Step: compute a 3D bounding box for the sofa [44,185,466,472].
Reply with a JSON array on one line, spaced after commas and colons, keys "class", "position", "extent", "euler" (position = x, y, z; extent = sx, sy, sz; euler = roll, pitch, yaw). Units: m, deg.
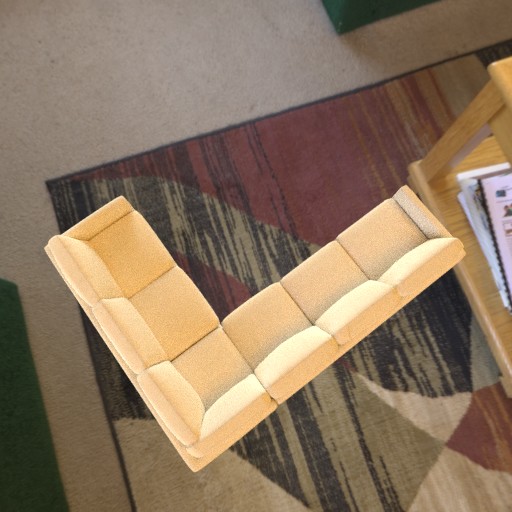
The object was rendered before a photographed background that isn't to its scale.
[{"class": "sofa", "position": [0.000, 0.000, 4.537], "extent": [3.302, 0.947, 2.593], "euler": [-36, 79, -8]}]
